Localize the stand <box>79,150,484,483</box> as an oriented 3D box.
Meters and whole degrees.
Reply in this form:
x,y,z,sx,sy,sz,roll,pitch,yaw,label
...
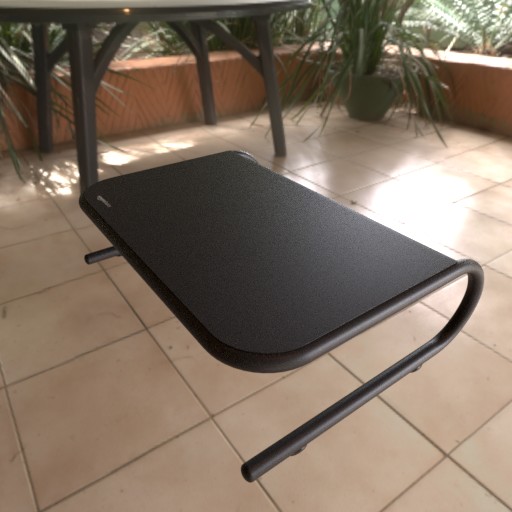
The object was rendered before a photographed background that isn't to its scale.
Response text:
x,y,z,sx,sy,sz,roll,pitch,yaw,label
0.000,0.000,0.487,0.280,0.108,0.370,-21,38,-30,stand
